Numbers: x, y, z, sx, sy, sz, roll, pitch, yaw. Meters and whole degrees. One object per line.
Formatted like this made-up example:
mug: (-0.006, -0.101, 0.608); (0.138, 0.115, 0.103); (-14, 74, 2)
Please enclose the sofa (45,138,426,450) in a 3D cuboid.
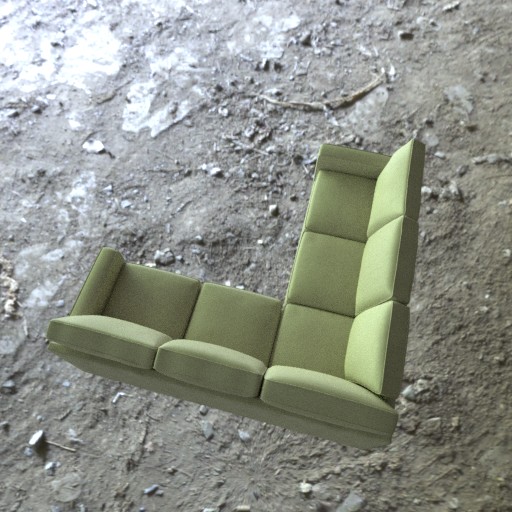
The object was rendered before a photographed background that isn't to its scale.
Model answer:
sofa: (0.000, 0.000, 3.354); (2.189, 0.939, 2.182); (13, 64, 7)
